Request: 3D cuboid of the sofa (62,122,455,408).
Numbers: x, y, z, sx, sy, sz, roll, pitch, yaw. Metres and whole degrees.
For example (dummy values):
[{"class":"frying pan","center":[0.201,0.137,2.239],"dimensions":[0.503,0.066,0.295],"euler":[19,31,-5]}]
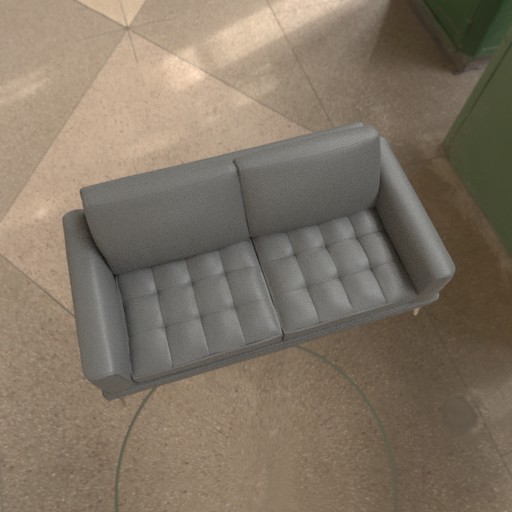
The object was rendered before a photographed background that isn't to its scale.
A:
[{"class":"sofa","center":[0.000,0.000,2.741],"dimensions":[2.177,0.930,1.121],"euler":[-15,65,-7]}]
